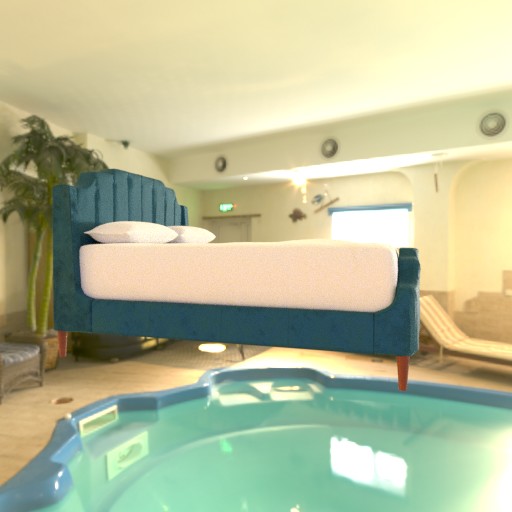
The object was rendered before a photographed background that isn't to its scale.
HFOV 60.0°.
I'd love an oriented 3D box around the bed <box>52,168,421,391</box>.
[{"bbox_3d":[0.000,0.000,3.377,2.322,1.338,1.678,0,1,18],"label":"bed"}]
